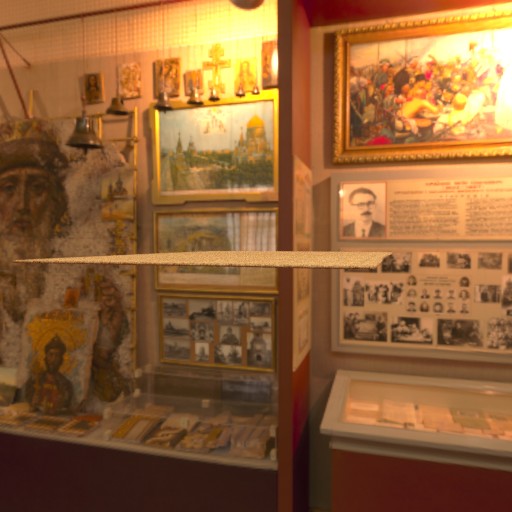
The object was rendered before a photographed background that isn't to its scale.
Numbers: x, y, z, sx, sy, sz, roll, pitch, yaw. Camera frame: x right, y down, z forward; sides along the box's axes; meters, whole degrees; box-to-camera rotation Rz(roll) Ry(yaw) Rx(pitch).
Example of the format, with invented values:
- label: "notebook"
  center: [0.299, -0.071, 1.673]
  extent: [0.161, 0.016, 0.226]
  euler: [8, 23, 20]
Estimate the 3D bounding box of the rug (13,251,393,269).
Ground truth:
- label: "rug"
  center: [0.000, 0.000, 2.701]
  extent: [1.566, 0.013, 2.141]
  euler: [1, 2, 18]
